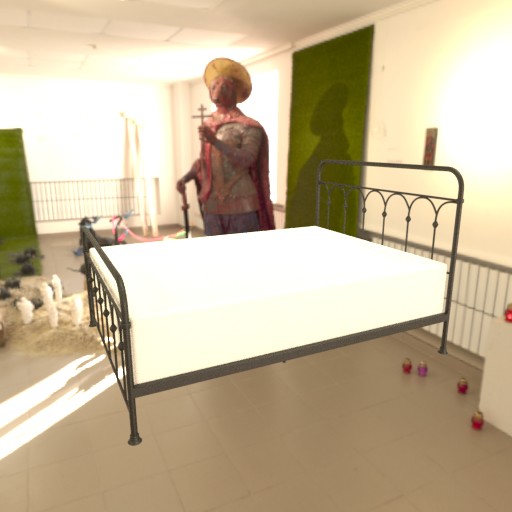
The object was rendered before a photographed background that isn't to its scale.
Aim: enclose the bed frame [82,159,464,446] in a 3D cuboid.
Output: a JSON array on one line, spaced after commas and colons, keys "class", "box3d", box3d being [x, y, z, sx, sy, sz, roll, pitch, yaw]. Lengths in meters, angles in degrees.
[{"class": "bed frame", "box3d": [0.000, 0.000, 3.182, 2.203, 1.276, 1.664, -7, 16, -26]}]
